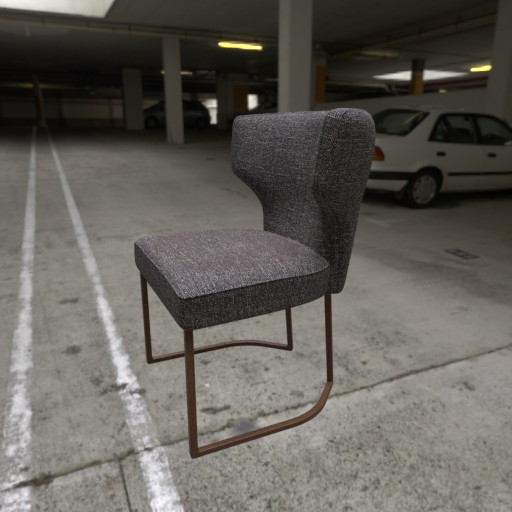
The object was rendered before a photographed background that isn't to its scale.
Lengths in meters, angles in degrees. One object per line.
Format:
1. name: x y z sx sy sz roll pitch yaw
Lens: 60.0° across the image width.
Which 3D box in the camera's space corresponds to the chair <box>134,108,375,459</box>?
1. chair: 0.000 0.000 1.305 0.617 0.824 0.611 -7 18 -24
